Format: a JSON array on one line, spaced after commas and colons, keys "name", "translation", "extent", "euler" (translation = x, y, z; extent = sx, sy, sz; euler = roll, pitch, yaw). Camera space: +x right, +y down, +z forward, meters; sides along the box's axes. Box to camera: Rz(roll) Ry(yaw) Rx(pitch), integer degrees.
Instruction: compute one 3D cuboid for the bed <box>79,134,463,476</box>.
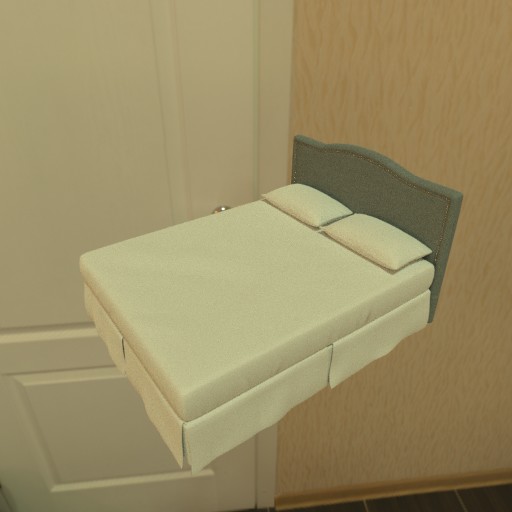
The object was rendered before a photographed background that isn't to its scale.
[{"name": "bed", "translation": [0.000, 0.000, 3.945], "extent": [2.689, 1.457, 2.161], "euler": [-21, 37, -30]}]
